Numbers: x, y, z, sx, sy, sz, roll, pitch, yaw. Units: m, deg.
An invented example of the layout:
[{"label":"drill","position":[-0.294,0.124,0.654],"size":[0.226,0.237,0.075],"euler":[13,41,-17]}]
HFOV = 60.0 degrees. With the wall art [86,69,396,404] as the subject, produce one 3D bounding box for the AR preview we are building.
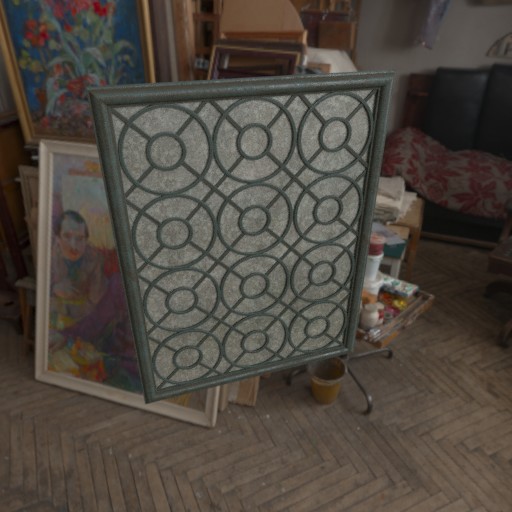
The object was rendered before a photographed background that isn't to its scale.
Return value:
[{"label":"wall art","position":[0.000,0.000,1.304],"size":[0.767,0.983,0.030],"euler":[-10,32,-16]}]
